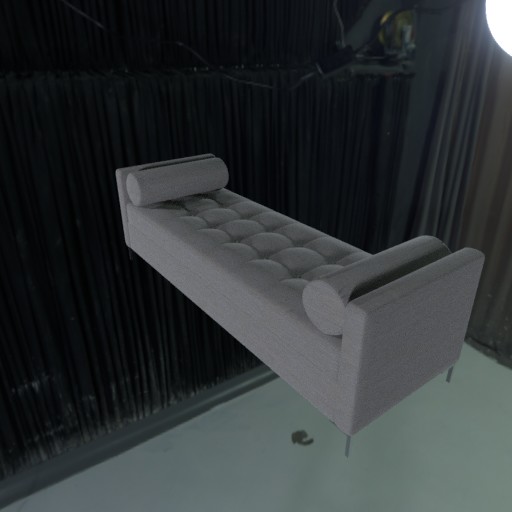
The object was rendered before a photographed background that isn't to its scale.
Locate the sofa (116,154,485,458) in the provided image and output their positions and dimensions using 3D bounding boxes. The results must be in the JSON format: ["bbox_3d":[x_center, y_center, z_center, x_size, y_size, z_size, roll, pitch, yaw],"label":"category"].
[{"bbox_3d":[0.000,0.000,2.318,0.686,0.635,1.981,-18,32,-32],"label":"sofa"}]
